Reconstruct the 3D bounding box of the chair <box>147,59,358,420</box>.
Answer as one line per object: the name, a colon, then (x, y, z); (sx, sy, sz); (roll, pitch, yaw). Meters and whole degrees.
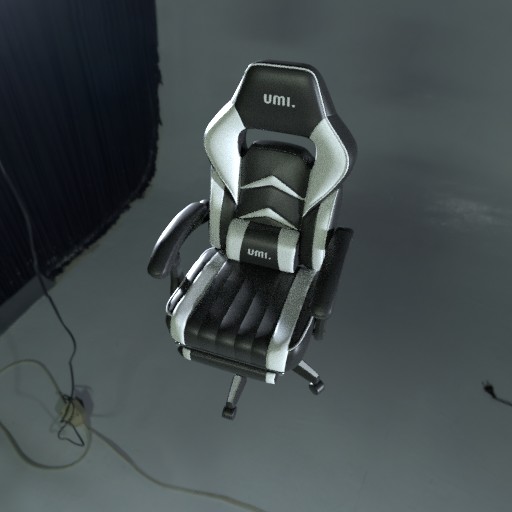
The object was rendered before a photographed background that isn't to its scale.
chair: (0.000, 0.000, 1.635); (0.676, 1.200, 0.700); (13, 43, 14)
